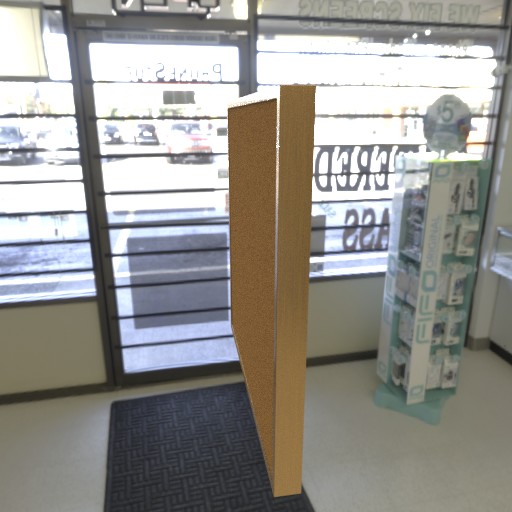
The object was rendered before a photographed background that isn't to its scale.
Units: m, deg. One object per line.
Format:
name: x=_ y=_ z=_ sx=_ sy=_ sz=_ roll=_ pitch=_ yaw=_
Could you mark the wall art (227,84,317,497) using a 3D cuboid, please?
wall art: x=0.000 y=0.000 z=0.746 sx=0.037 sy=0.505 sz=0.505 roll=-3 pitch=17 yaw=-9
